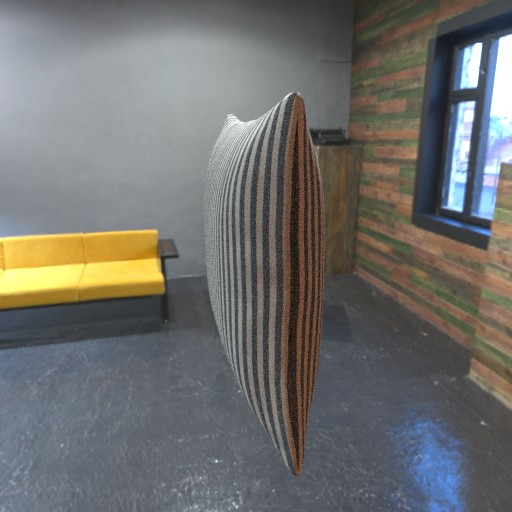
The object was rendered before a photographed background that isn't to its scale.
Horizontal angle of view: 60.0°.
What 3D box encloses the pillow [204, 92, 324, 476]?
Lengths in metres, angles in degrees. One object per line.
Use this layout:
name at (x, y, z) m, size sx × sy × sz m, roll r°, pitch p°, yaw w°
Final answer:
pillow at (0.000, 0.000, 0.796) m, size 0.166 × 0.510 × 0.523 m, roll -3°, pitch 15°, yaw -11°
